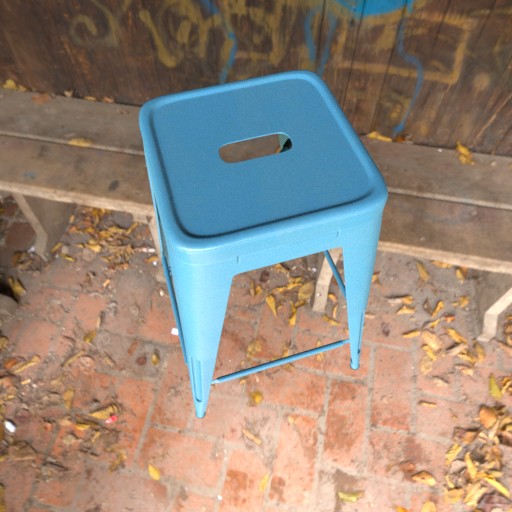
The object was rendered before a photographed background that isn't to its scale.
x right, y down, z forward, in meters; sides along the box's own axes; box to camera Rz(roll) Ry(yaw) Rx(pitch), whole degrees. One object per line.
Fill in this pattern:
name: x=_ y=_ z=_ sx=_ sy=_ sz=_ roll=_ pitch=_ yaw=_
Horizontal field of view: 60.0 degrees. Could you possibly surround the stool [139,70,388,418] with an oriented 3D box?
stool: x=0.000 y=0.000 z=0.899 sx=0.410 sy=0.608 sz=0.410 roll=-15 pitch=59 yaw=-9
